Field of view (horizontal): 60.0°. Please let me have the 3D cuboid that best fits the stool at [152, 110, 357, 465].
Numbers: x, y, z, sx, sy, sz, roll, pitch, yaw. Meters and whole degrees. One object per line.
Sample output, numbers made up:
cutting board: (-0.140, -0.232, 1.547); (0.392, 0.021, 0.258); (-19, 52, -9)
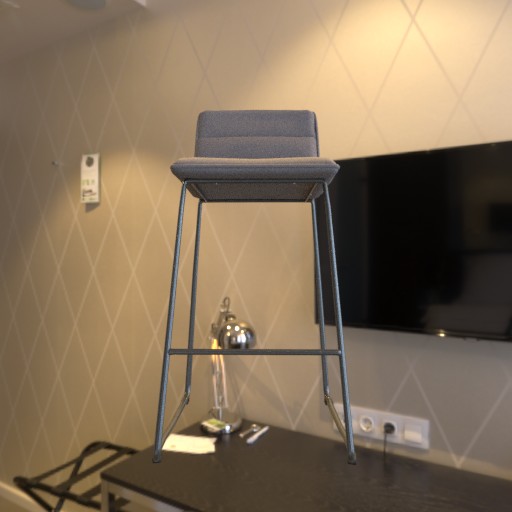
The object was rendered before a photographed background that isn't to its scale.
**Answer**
stool: (0.000, 0.000, 1.238); (0.490, 0.960, 0.490); (0, 0, 1)
